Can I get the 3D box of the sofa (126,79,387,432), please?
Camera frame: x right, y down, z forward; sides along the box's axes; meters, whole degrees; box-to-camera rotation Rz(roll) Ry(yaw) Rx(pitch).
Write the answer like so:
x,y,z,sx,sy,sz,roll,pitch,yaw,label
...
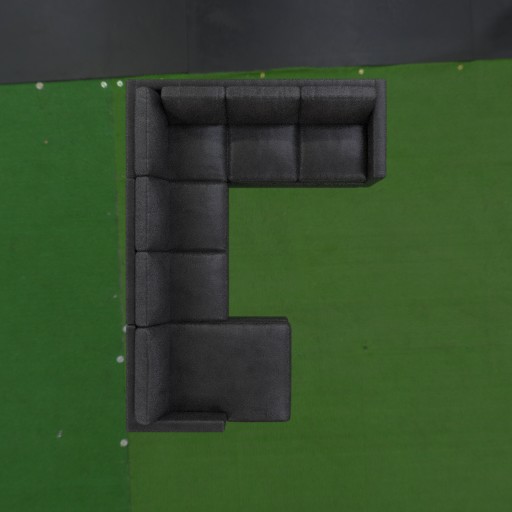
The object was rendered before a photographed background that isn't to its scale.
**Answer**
x,y,z,sx,sy,sz,roll,pitch,yaw,label
0.000,0.000,4.448,2.452,0.891,3.324,0,90,0,sofa
